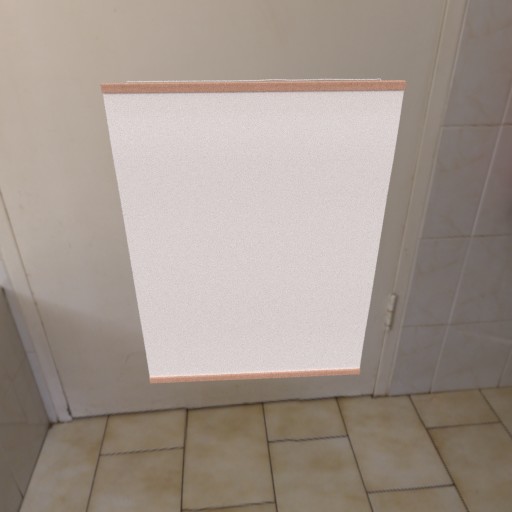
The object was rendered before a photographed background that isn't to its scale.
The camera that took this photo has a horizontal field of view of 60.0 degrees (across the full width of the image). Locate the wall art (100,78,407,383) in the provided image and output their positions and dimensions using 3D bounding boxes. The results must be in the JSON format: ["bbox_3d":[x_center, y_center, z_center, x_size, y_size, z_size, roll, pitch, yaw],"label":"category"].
[{"bbox_3d":[0.000,0.000,1.354,0.758,1.013,0.020,-2,30,-3],"label":"wall art"}]
